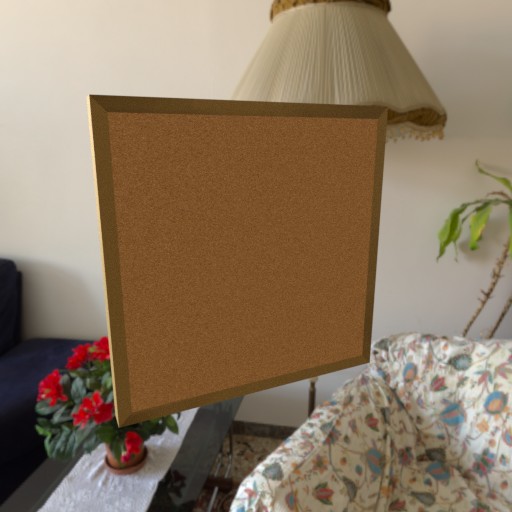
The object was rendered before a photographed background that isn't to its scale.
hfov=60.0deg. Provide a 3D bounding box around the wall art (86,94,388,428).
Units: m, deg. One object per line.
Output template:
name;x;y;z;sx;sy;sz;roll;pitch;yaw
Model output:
wall art;0.000;0.000;0.773;0.507;0.508;0.038;-7;16;-24
